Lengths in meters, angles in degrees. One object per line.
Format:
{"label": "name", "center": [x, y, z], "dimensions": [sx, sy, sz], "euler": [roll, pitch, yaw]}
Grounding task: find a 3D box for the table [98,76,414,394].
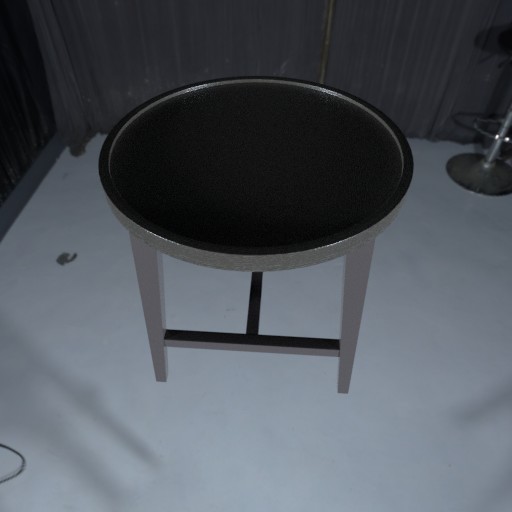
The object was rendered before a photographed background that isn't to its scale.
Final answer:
{"label": "table", "center": [0.000, 0.000, 0.915], "dimensions": [0.500, 0.531, 0.500], "euler": [0, 47, 0]}
